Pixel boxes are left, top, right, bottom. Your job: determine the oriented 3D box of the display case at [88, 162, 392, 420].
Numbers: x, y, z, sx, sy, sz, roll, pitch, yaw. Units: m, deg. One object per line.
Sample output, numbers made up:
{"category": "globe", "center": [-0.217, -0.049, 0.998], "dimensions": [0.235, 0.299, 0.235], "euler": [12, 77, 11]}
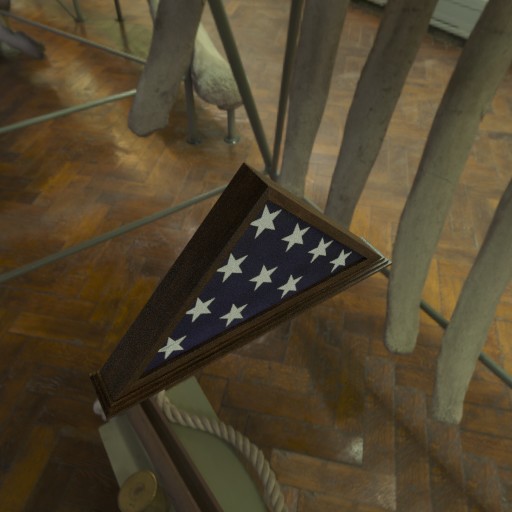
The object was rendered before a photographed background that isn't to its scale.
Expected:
{"category": "display case", "center": [0.000, 0.000, 0.748], "dimensions": [0.640, 0.340, 0.095], "euler": [-25, 52, -21]}
